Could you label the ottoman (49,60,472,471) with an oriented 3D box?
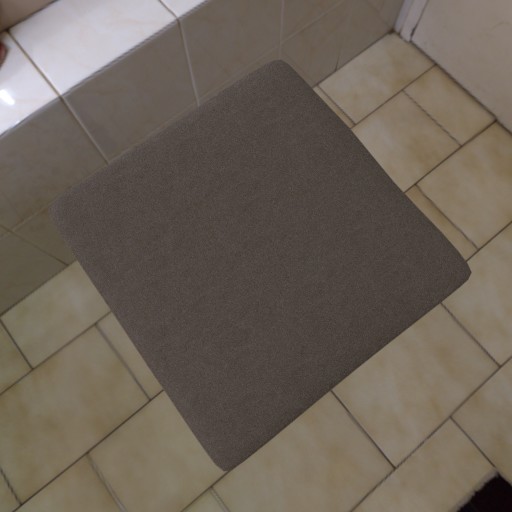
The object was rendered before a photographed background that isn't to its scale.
[{"bbox_3d":[0.000,0.000,1.399,0.861,0.482,0.881,-36,78,-9],"label":"ottoman"}]
